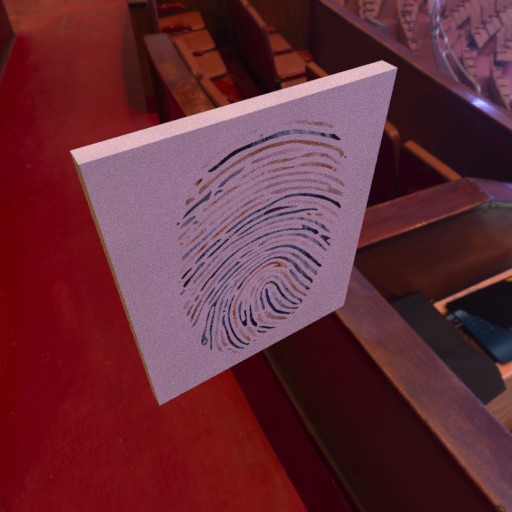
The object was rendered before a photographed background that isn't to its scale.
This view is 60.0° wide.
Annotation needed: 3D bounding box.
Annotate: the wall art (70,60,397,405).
[{"bbox_3d":[0.000,0.000,0.834,0.508,0.606,0.037,-24,50,-22],"label":"wall art"}]
